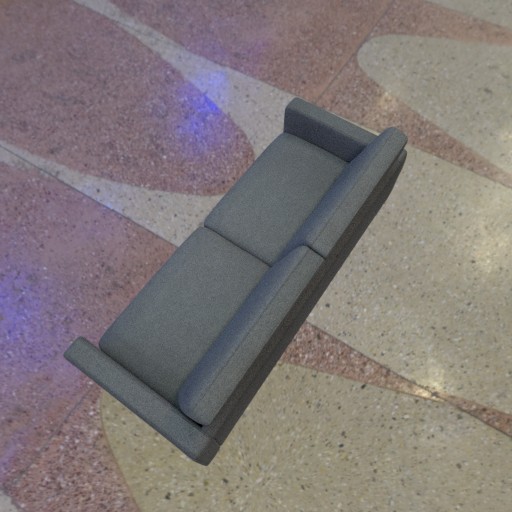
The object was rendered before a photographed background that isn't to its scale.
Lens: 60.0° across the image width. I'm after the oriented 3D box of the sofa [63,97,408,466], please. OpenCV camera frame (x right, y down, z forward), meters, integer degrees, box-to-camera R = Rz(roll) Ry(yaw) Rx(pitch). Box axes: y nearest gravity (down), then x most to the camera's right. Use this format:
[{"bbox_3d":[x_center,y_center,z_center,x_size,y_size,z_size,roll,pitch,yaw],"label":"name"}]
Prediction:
[{"bbox_3d":[0.000,0.000,2.353,0.774,0.828,1.925,31,67,15],"label":"sofa"}]
